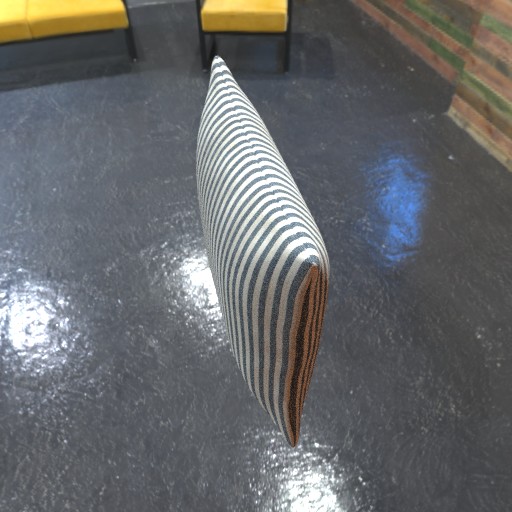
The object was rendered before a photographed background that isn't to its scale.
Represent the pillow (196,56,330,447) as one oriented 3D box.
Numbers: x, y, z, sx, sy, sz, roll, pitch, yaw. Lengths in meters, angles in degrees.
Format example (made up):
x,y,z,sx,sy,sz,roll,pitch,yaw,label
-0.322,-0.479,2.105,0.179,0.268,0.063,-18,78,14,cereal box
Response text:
x,y,z,sx,sy,sz,roll,pitch,yaw,label
0.000,0.000,0.806,0.166,0.510,0.523,-11,48,-10,pillow
